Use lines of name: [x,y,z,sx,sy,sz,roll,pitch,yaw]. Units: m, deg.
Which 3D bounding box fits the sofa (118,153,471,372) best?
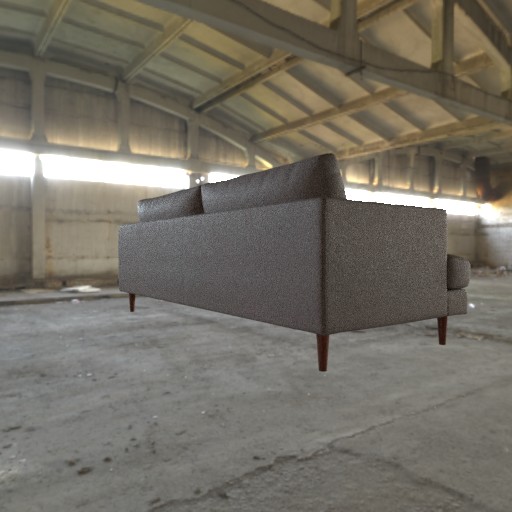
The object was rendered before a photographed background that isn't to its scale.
sofa: [0.000,0.000,2.804,1.020,0.868,2.250,0,1,-36]
